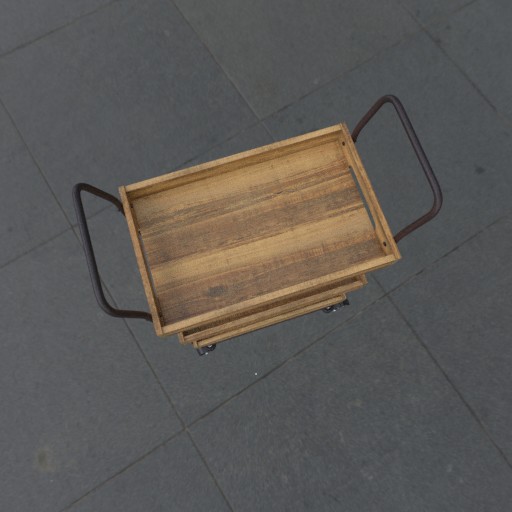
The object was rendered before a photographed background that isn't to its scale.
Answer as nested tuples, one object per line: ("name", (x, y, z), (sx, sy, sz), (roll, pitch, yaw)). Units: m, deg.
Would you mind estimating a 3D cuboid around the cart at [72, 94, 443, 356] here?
("cart", (0.000, 0.000, 1.140), (0.583, 0.857, 0.339), (-17, 76, -4))
